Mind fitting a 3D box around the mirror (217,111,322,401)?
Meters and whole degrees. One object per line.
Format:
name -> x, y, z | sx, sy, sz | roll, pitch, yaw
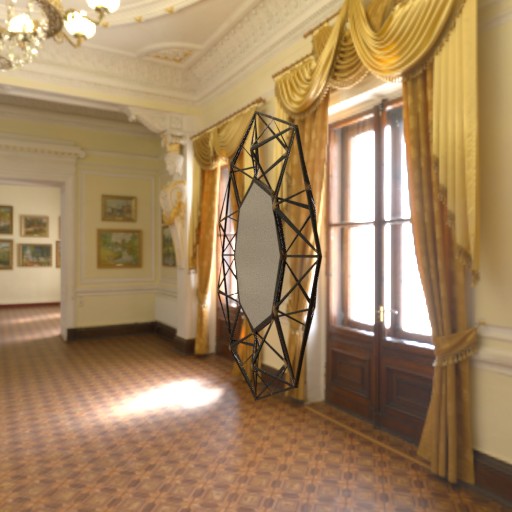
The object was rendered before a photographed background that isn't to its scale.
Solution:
mirror -> 0.000, 0.000, 1.085 | 0.094, 0.710, 0.710 | 0, 0, -18
